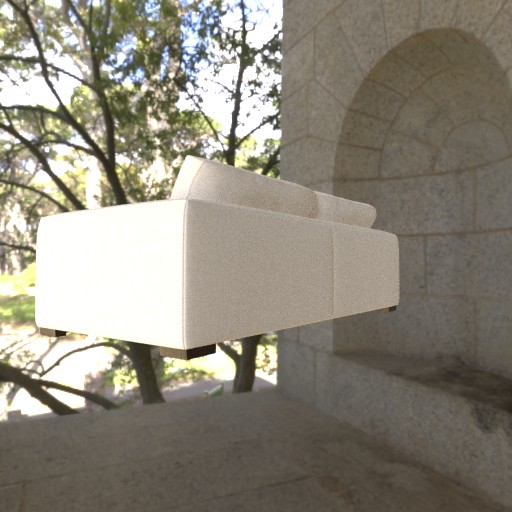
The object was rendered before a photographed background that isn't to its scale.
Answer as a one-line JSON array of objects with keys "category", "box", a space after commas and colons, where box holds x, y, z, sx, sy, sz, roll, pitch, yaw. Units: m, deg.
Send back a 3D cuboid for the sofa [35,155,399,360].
[{"category": "sofa", "box": [0.000, 0.000, 2.753, 1.070, 0.801, 2.262, -1, -2, 36]}]
